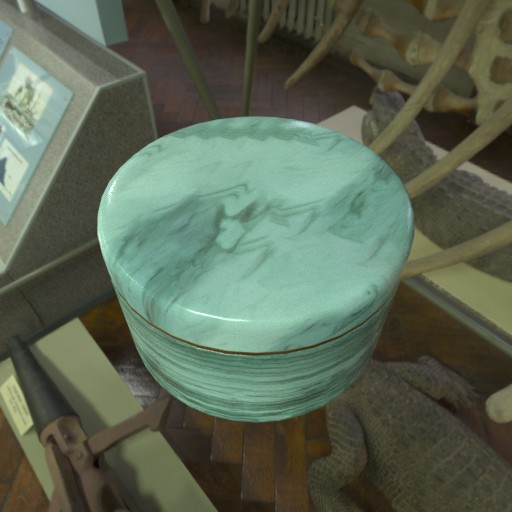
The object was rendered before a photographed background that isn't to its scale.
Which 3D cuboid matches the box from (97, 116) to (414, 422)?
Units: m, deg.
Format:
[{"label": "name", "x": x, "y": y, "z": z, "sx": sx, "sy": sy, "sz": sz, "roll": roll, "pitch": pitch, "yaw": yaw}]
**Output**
[{"label": "box", "x": 0.000, "y": 0.000, "z": 0.164, "sx": 0.101, "sy": 0.063, "sz": 0.101, "roll": 0, "pitch": 47, "yaw": 0}]
